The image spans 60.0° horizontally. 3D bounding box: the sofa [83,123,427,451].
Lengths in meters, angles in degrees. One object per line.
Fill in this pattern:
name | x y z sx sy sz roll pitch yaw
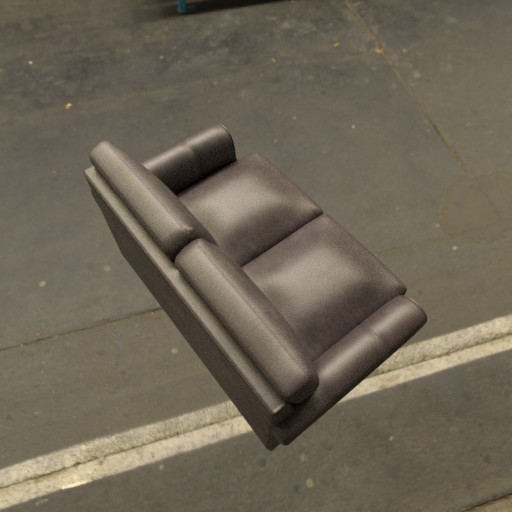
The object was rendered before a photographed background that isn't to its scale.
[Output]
sofa | 0.000 0.000 2.360 1.030 0.979 1.663 -34 64 -19
